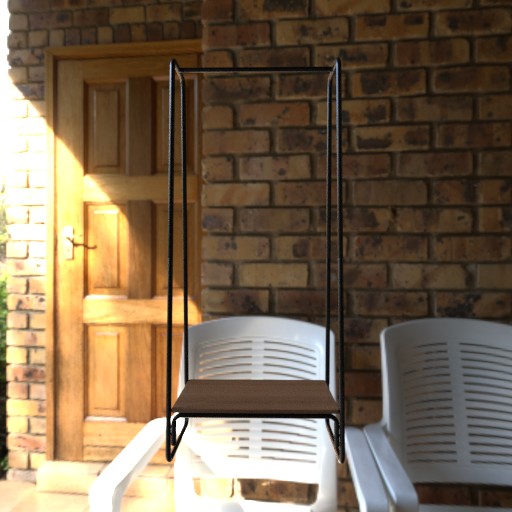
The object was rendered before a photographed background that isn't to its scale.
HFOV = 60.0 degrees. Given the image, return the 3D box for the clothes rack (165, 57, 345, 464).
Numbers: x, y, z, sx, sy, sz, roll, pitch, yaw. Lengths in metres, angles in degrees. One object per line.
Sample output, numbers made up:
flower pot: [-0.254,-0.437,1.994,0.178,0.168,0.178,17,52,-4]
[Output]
clothes rack: [0.000,0.000,1.763,0.640,1.500,0.400,0,0,1]
